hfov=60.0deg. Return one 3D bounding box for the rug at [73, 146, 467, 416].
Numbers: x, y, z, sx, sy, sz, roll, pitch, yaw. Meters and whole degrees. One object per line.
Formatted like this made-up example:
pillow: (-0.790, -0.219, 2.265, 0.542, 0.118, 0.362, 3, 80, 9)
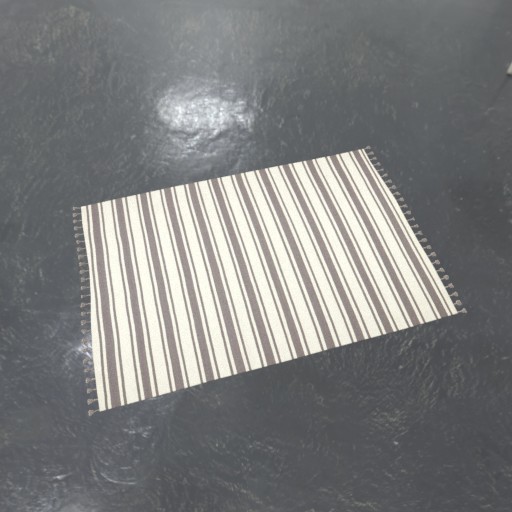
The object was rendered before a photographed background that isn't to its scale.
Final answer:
rug: (0.000, 0.000, 3.087, 2.425, 0.014, 1.563, -13, 59, -8)
